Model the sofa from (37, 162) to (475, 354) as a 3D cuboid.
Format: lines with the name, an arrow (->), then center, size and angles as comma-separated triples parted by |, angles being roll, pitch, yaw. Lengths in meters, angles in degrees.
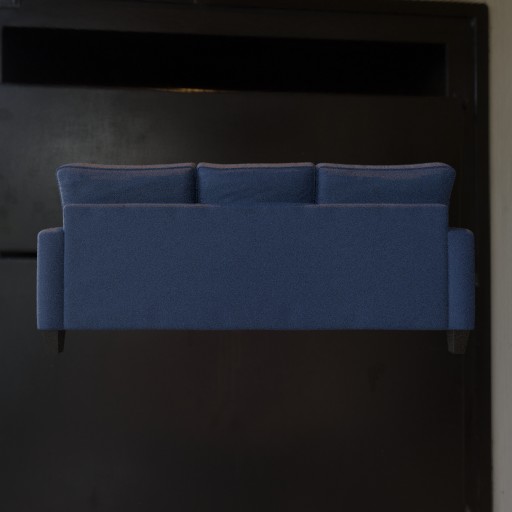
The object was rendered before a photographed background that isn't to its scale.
sofa -> 0.000, 0.000, 2.606 | 2.158, 0.965, 0.951 | 0, 0, 0
